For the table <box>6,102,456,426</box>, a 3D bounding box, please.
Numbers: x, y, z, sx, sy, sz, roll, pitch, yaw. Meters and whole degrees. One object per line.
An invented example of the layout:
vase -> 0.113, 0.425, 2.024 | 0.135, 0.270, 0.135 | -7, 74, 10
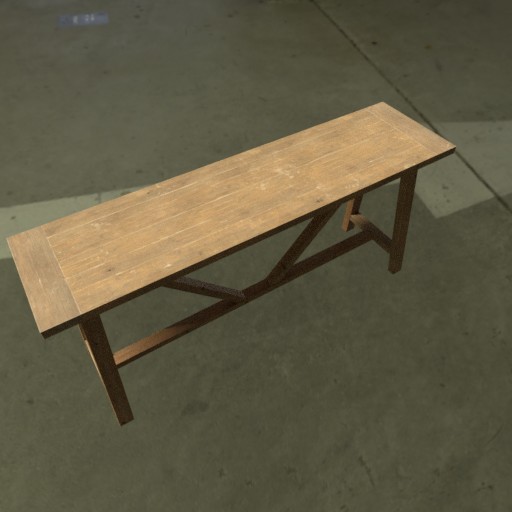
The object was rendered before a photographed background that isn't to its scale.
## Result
table -> 0.000, 0.000, 2.061 | 1.800, 0.810, 0.465 | -25, 52, -21
